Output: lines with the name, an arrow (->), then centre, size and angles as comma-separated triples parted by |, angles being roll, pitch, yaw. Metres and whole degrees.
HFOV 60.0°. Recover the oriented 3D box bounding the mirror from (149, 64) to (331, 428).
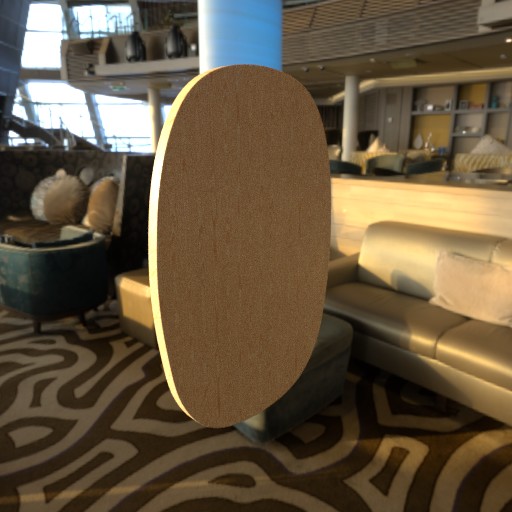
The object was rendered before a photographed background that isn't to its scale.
mirror -> 0.000, 0.000, 1.351 | 0.037, 1.075, 0.724 | 14, 21, 43
